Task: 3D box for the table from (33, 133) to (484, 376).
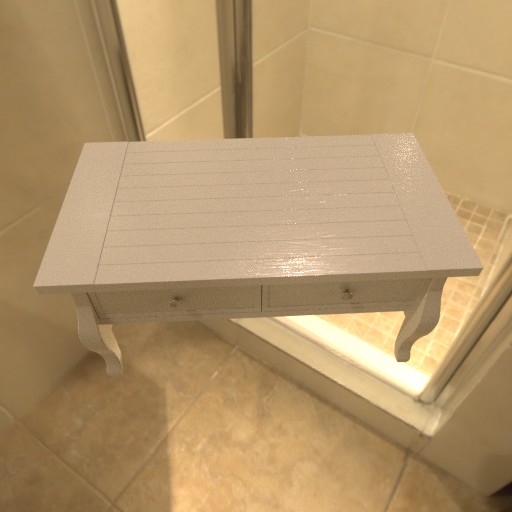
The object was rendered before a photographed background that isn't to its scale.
[{"bbox_3d":[0.000,0.000,1.421,1.062,0.495,0.600,-2,48,-2],"label":"table"}]
